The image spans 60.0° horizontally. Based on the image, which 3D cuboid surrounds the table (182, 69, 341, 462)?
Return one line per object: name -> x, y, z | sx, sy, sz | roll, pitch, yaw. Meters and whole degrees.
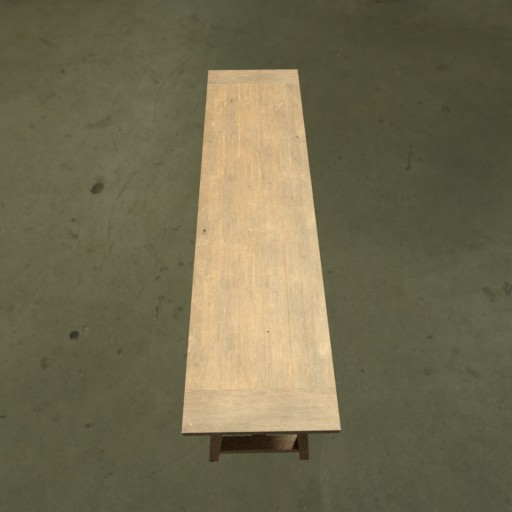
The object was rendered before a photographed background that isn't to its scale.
table -> 0.000, 0.000, 2.134 | 0.465, 0.810, 1.800 | -1, 55, -1
